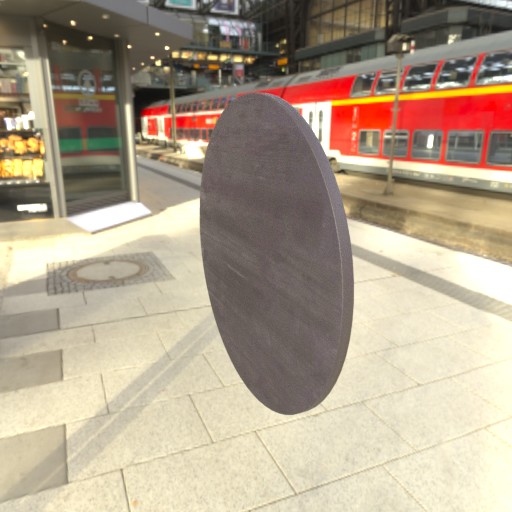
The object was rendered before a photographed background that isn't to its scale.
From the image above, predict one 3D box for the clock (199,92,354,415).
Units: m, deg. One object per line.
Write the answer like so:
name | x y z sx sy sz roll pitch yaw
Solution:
clock | 0.000 0.000 0.862 0.029 0.595 0.595 -8 18 -25
